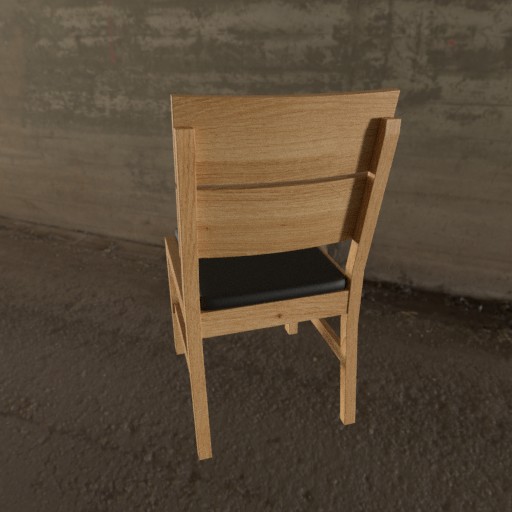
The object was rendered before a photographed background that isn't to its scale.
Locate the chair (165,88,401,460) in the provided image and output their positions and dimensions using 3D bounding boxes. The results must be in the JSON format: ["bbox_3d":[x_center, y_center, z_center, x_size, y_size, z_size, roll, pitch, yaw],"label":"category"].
[{"bbox_3d":[0.000,0.000,1.297,0.475,0.950,0.569,-7,26,-15],"label":"chair"}]
